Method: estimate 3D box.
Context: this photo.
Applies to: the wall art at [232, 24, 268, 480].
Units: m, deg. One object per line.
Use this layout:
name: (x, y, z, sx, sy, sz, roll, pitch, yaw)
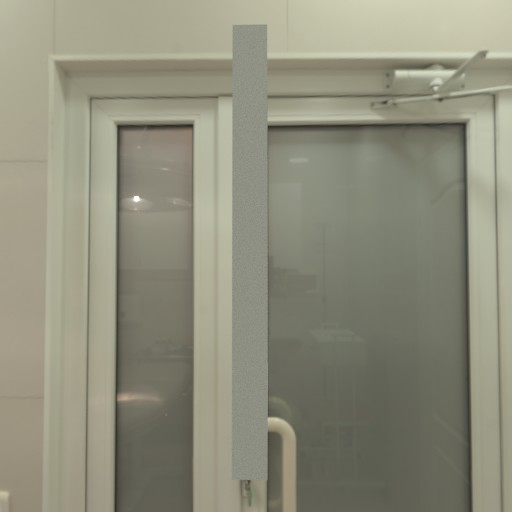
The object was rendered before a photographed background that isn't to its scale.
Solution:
wall art: (0.000, 0.000, 0.522, 0.027, 0.355, 0.355, 0, -2, 2)
